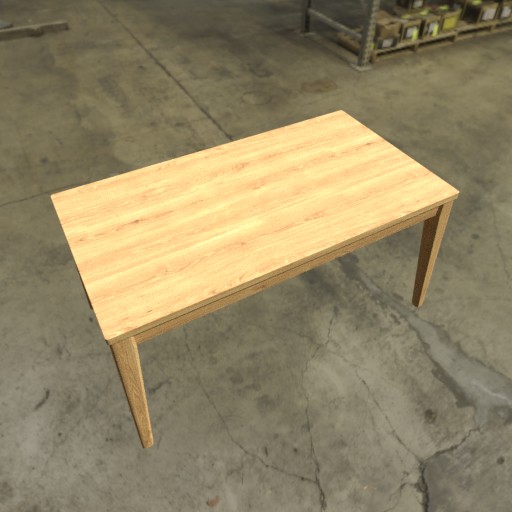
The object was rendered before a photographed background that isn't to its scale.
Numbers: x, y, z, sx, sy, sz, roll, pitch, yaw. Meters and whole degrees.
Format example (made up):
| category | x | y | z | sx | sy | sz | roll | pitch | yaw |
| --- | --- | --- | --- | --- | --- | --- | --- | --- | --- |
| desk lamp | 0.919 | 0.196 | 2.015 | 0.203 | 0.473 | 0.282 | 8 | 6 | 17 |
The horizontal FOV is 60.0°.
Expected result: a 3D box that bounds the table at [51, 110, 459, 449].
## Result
| category | x | y | z | sx | sy | sz | roll | pitch | yaw |
| --- | --- | --- | --- | --- | --- | --- | --- | --- | --- |
| table | 0.000 | 0.000 | 2.163 | 1.600 | 0.760 | 0.900 | -22 | 49 | -20 |
